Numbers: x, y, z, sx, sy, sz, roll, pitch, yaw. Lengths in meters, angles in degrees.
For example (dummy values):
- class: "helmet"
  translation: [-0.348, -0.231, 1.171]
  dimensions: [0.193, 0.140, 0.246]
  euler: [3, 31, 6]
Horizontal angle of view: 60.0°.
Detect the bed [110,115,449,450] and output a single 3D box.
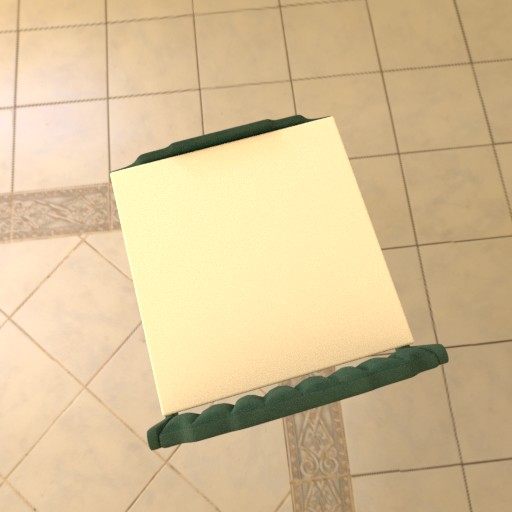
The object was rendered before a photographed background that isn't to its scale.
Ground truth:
- class: "bed"
  translation: [0.000, 0.000, 3.577]
  dimensions: [2.074, 1.245, 2.340]
  euler: [-15, 77, -4]
